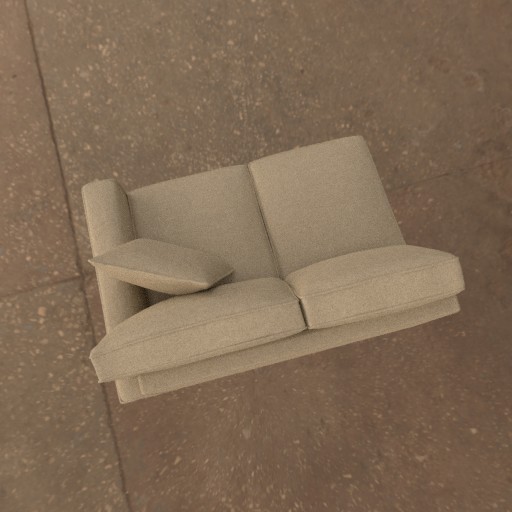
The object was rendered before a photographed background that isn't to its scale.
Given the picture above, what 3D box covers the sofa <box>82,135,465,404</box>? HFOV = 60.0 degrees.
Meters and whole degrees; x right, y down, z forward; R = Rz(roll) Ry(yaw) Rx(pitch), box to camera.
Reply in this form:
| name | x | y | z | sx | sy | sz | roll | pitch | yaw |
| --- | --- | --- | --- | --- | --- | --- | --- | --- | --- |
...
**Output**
| name | x | y | z | sx | sy | sz | roll | pitch | yaw |
| --- | --- | --- | --- | --- | --- | --- | --- | --- | --- |
| sofa | 0.000 | 0.000 | 2.060 | 1.388 | 0.989 | 0.991 | -14 | 75 | -4 |
